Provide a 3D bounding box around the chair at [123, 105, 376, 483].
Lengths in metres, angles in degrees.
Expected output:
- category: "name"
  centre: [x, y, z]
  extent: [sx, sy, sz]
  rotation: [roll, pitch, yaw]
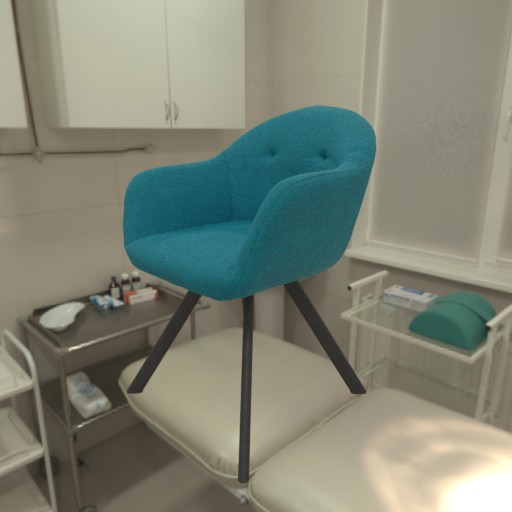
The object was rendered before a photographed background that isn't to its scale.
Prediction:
- category: "chair"
  centre: [0.000, 0.000, 1.171]
  extent: [0.565, 0.775, 0.545]
  rotation: [-15, 22, -43]
